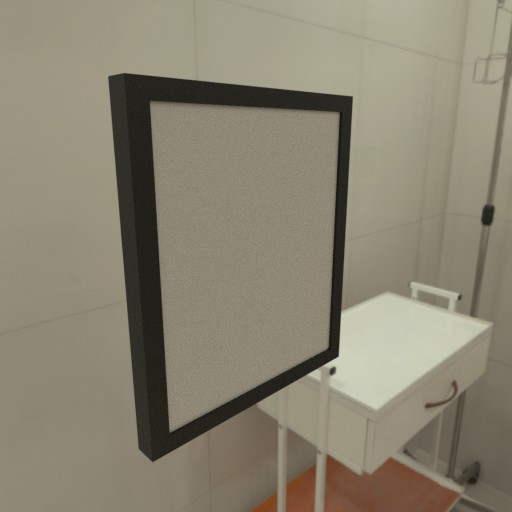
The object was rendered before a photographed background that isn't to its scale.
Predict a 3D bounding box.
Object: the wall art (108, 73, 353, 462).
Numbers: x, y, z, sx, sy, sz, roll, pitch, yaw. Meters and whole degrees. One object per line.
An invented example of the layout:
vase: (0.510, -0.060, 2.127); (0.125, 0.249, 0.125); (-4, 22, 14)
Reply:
wall art: (0.000, 0.000, 0.536); (0.330, 0.381, 0.029); (-14, 21, -42)
